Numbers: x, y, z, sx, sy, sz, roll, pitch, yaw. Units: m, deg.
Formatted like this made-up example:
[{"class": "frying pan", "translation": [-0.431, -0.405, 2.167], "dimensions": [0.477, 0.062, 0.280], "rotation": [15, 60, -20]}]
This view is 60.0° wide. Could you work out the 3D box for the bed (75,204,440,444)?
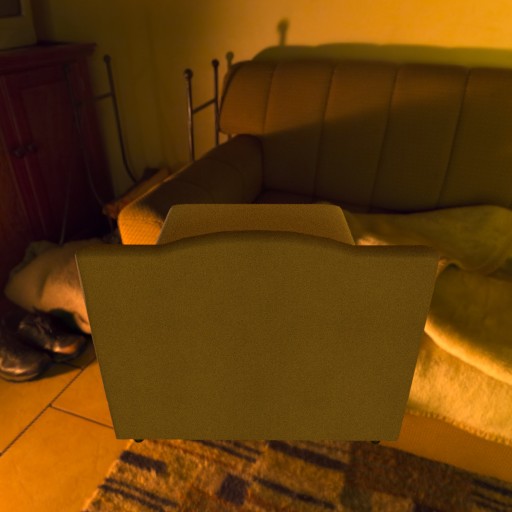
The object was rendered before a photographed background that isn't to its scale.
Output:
[{"class": "bed", "translation": [0.000, 0.000, 3.240], "dimensions": [1.744, 1.441, 2.128], "rotation": [0, 31, 0]}]
